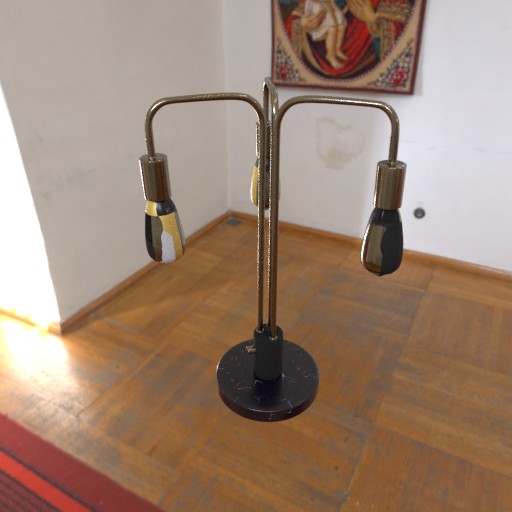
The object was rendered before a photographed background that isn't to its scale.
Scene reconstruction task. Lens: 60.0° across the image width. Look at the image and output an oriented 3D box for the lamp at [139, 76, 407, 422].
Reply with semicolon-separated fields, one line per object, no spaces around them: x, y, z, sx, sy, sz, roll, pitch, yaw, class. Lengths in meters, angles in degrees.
0.000;0.000;0.782;0.368;0.560;0.355;-8;31;-14;lamp
